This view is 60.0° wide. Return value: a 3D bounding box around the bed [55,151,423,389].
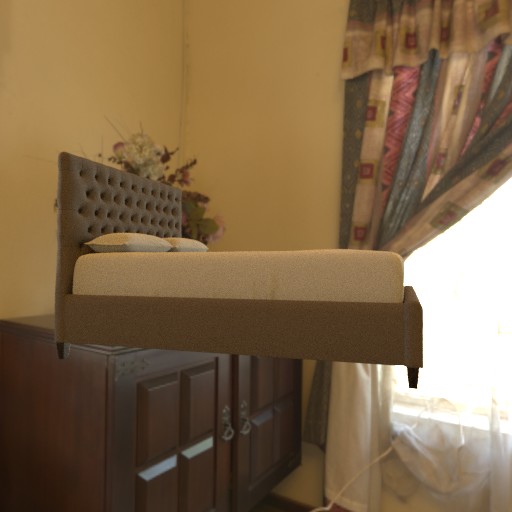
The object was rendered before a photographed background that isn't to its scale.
[{"bbox_3d":[0.000,0.000,3.473,2.387,1.427,1.698,0,-1,18],"label":"bed"}]
